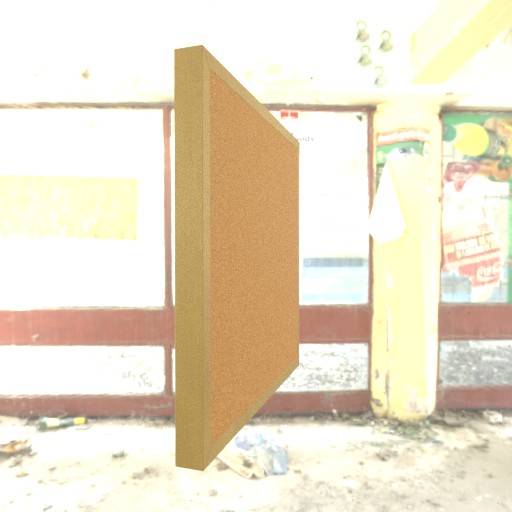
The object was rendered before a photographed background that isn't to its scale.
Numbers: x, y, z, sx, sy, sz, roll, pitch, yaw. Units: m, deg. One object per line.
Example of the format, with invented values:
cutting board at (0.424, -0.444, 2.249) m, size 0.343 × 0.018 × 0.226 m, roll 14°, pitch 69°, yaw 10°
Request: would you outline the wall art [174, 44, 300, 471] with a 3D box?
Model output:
wall art at (0.000, 0.000, 0.773) m, size 0.038 × 0.508 × 0.508 m, roll 0°, pitch 1°, yaw 19°
